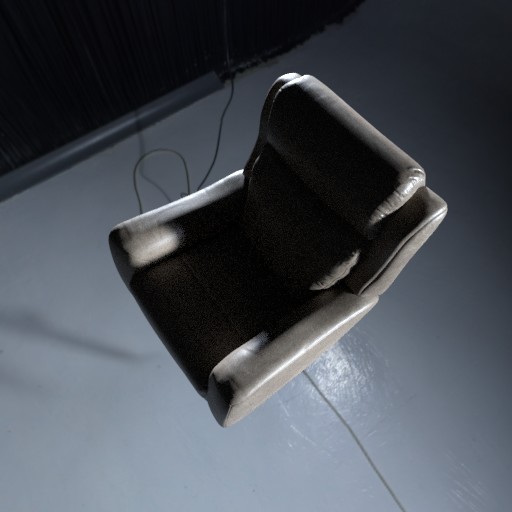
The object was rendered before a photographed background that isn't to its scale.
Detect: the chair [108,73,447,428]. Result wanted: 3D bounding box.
[{"bbox_3d":[0.000,0.000,1.952,1.068,1.116,0.967,-34,68,-16],"label":"chair"}]
